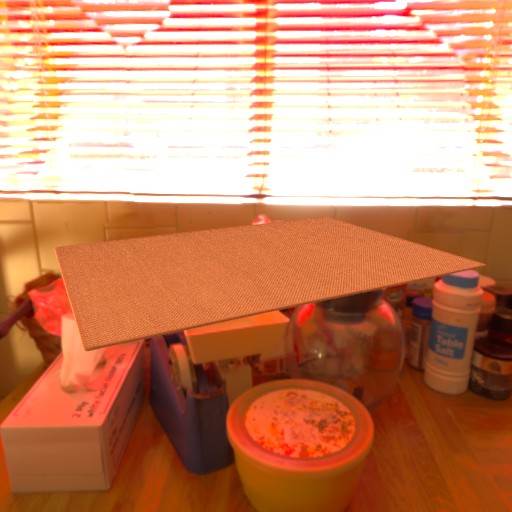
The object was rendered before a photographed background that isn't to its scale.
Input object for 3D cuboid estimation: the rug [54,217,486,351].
[{"bbox_3d":[0.000,0.000,2.661,2.134,0.013,1.524,-8,18,-26],"label":"rug"}]
